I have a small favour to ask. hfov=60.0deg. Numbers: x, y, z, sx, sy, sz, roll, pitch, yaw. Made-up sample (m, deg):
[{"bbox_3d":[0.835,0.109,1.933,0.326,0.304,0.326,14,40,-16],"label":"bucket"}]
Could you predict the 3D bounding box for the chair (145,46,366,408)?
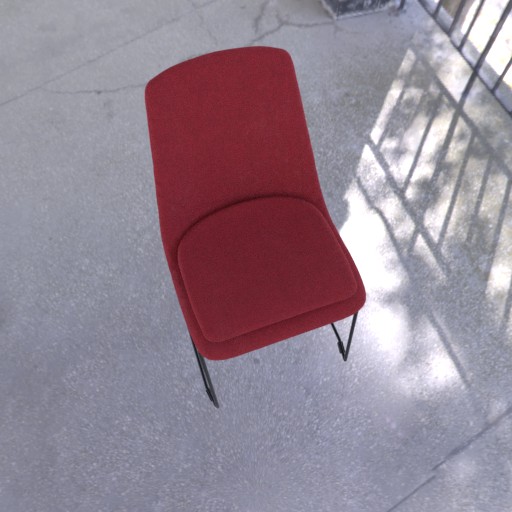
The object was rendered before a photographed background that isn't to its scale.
[{"bbox_3d":[0.000,0.000,1.157,0.479,0.858,0.518,-18,63,-9],"label":"chair"}]
